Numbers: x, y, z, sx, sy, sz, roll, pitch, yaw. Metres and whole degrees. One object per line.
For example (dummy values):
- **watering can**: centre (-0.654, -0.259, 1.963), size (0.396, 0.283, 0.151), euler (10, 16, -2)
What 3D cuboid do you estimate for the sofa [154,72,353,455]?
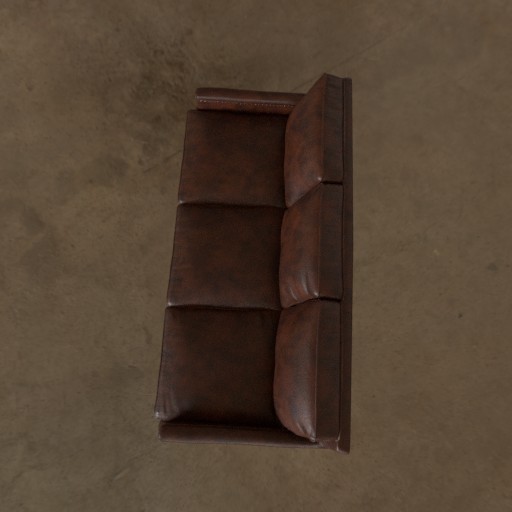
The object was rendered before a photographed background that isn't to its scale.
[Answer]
- **sofa**: centre (0.000, 0.000, 2.808), size (1.084, 1.003, 2.240), euler (3, 76, 1)
